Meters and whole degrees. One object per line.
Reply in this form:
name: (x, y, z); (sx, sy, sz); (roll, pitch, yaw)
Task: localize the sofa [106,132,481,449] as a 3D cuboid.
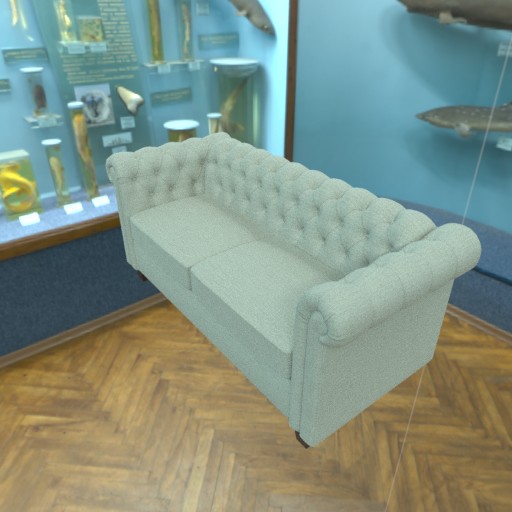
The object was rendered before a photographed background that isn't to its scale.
sofa: (0.000, 0.000, 2.231); (0.783, 0.797, 1.798); (-22, 37, -31)
